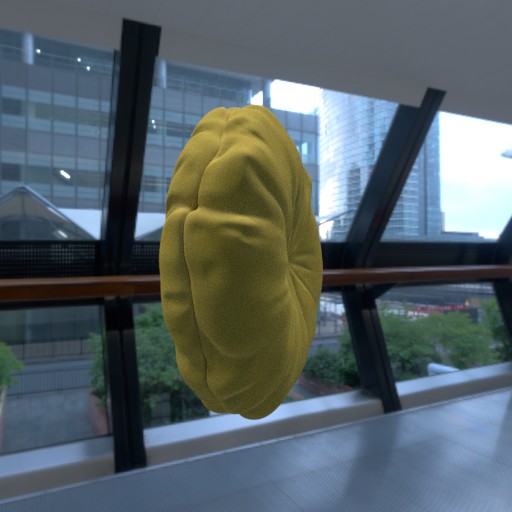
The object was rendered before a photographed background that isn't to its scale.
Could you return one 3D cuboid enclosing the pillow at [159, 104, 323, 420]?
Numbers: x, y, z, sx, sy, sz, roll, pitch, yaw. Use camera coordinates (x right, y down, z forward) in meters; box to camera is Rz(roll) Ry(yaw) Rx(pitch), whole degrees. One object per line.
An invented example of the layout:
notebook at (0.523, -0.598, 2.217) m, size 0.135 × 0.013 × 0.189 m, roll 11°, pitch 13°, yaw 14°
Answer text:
pillow at (0.000, 0.000, 0.631) m, size 0.148 × 0.407 × 0.428 m, roll 0°, pitch -1°, yaw 18°
